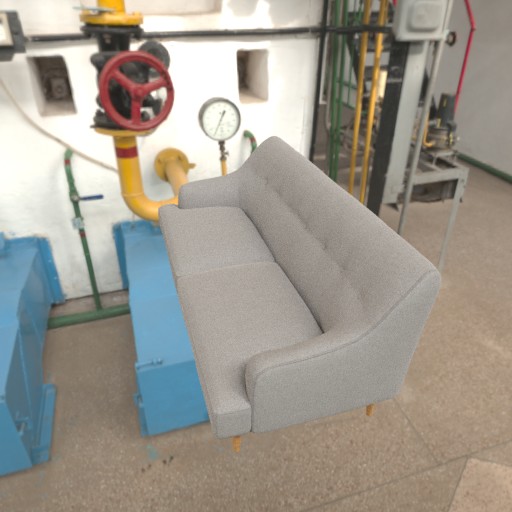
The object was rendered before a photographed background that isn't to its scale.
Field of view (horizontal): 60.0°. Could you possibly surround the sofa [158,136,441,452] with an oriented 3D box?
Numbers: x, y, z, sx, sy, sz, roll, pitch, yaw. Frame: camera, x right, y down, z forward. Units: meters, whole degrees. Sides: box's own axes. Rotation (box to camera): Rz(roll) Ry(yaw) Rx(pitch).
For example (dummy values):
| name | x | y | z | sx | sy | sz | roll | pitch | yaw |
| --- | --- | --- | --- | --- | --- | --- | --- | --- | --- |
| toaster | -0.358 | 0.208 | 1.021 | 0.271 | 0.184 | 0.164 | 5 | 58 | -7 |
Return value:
| name | x | y | z | sx | sy | sz | roll | pitch | yaw |
| --- | --- | --- | --- | --- | --- | --- | --- | --- | --- |
| sofa | 0.000 | 0.000 | 2.656 | 0.978 | 0.871 | 2.057 | -9 | 32 | -14 |
